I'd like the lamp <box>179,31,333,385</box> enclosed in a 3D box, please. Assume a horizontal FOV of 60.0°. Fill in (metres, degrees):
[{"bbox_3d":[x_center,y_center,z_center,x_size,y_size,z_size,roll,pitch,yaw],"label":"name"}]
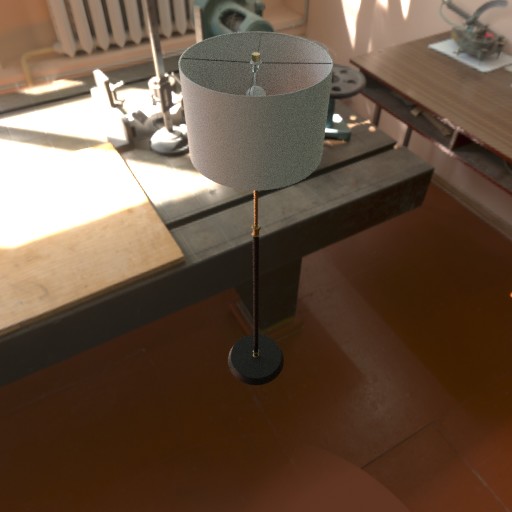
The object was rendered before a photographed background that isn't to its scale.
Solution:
[{"bbox_3d":[0.000,0.000,1.699,0.404,1.517,0.404,3,46,3],"label":"lamp"}]
